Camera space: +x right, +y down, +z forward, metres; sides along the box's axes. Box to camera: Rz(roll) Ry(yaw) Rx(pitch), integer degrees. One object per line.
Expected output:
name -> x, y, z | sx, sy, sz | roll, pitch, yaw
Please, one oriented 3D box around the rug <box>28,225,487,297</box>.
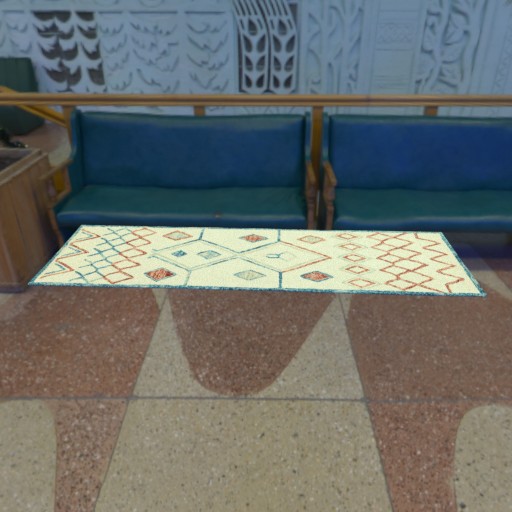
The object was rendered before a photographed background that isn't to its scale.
rug -> 0.000, 0.000, 2.668 | 2.435, 0.011, 0.750 | 1, 29, 2
